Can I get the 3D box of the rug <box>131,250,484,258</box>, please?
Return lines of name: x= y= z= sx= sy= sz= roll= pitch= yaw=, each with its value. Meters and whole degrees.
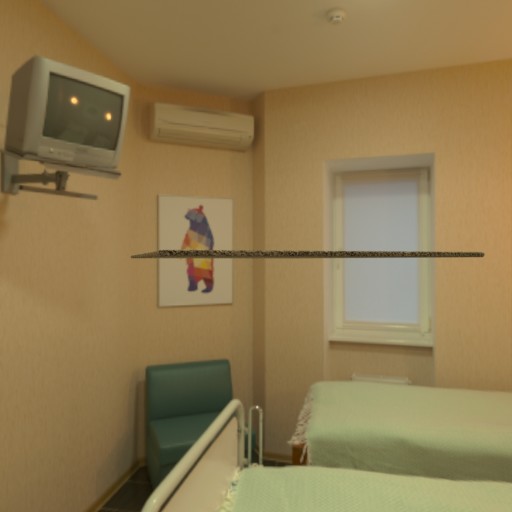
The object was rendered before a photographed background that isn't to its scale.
rug: x=0.000 y=0.000 z=3.472 sx=1.778 sy=0.030 sz=2.743 roll=0 pitch=0 yaw=-18
